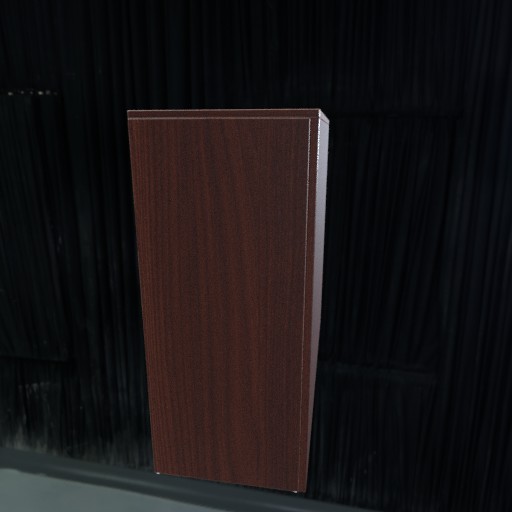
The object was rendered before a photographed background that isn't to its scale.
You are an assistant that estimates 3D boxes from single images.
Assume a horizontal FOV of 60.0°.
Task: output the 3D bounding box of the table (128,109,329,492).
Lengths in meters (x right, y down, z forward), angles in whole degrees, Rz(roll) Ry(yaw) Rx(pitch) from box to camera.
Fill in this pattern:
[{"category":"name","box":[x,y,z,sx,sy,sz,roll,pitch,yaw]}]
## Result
[{"category":"table","box":[0.000,0.000,1.321,0.380,0.790,0.930,3,16,10]}]
